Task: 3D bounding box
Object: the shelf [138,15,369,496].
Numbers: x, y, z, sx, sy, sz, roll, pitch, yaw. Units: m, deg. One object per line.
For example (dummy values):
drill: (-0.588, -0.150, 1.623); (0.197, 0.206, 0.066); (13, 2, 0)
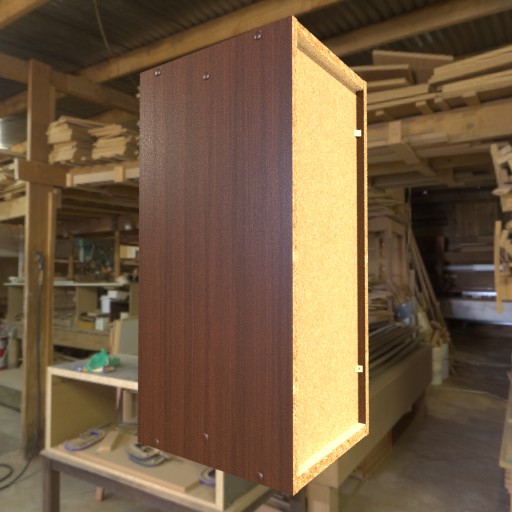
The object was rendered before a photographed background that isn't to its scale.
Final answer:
shelf: (0.000, 0.000, 0.739); (0.290, 0.600, 0.253); (-1, -2, 35)
